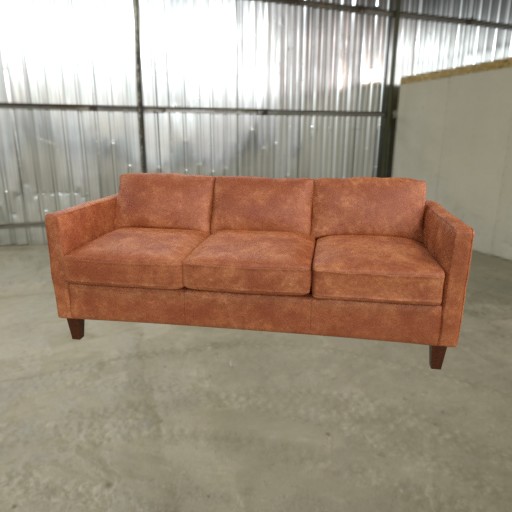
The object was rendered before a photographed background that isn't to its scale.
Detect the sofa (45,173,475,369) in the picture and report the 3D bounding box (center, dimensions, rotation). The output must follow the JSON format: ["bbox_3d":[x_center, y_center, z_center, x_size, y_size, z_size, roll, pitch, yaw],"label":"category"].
[{"bbox_3d":[0.000,0.000,2.972,2.464,1.006,1.045,3,16,9],"label":"sofa"}]
